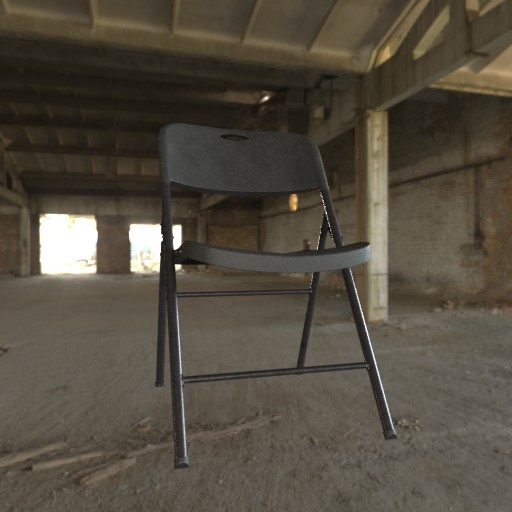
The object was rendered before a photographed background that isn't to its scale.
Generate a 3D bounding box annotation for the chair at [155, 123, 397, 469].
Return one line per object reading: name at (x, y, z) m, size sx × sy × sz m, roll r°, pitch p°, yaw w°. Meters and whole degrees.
chair at (0.000, 0.000, 1.177) m, size 0.494 × 0.810 × 0.567 m, roll 0°, pitch 1°, yaw -17°
